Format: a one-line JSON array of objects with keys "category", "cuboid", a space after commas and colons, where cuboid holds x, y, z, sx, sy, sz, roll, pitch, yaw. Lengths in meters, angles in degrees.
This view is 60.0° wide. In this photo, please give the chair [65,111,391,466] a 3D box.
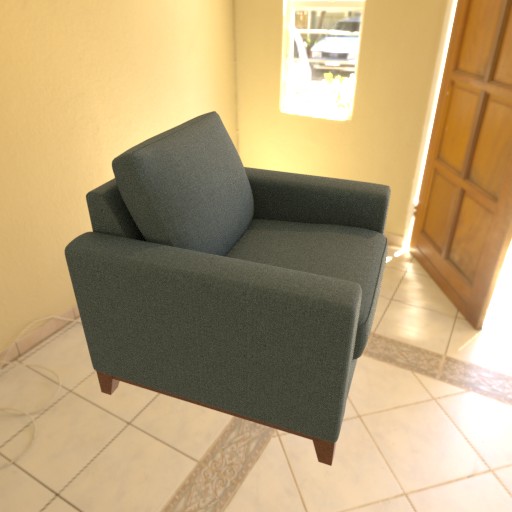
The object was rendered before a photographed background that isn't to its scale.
[{"category": "chair", "cuboid": [0.000, 0.000, 1.868, 1.038, 1.010, 1.024, 11, 32, 18]}]
